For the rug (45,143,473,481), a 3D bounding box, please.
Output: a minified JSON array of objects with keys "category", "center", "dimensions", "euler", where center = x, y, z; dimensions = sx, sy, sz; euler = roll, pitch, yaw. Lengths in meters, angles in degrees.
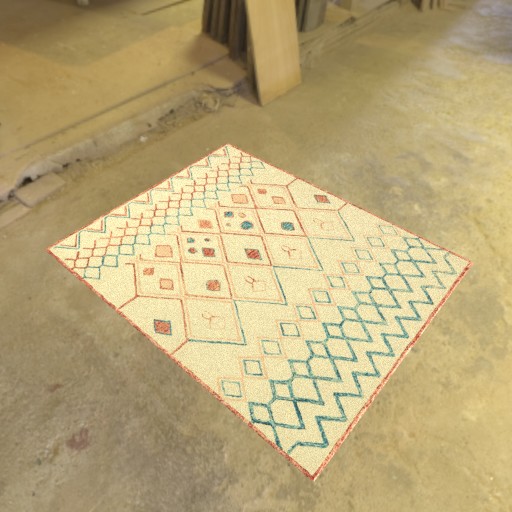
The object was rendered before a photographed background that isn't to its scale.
[{"category":"rug","center":[0.000,0.000,4.032],"dimensions":[3.050,0.016,2.441],"euler":[32,53,27]}]
